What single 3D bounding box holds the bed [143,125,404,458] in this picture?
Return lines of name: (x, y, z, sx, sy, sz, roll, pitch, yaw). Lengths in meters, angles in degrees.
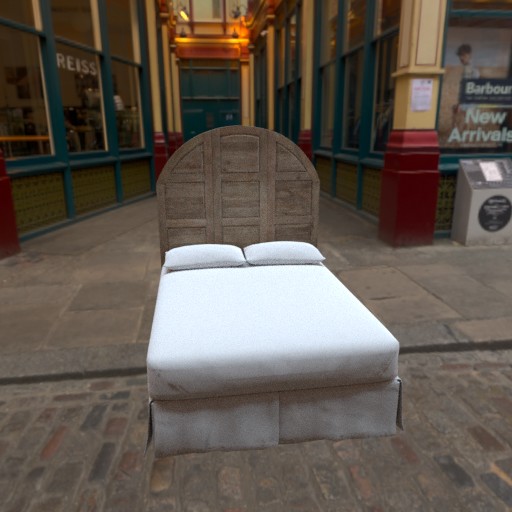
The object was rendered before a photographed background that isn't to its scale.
bed: (0.000, 0.000, 3.543, 1.713, 2.002, 2.112, -2, 17, -8)
